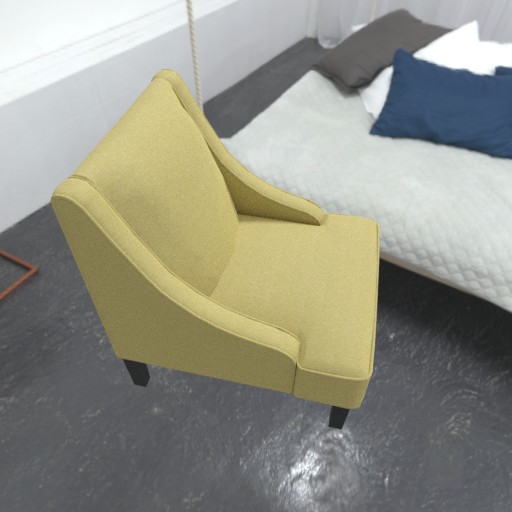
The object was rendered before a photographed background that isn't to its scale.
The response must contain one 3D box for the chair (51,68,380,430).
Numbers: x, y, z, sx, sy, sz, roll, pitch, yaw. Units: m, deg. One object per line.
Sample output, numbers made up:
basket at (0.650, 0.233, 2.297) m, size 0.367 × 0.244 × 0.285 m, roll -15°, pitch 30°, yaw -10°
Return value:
chair at (0.000, 0.000, 1.465) m, size 0.814 × 0.896 × 0.696 m, roll 9°, pitch 47°, yaw 9°
